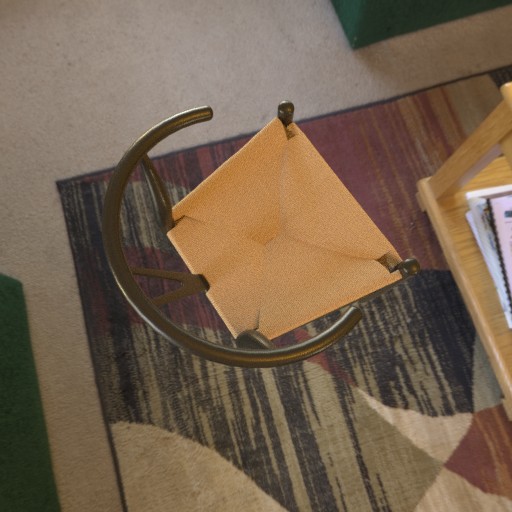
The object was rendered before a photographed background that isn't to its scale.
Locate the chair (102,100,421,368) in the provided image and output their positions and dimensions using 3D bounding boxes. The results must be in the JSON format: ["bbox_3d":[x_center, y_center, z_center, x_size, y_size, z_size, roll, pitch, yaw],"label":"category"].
[{"bbox_3d":[0.000,0.000,1.166,0.570,0.739,0.570,-33,78,-8],"label":"chair"}]
